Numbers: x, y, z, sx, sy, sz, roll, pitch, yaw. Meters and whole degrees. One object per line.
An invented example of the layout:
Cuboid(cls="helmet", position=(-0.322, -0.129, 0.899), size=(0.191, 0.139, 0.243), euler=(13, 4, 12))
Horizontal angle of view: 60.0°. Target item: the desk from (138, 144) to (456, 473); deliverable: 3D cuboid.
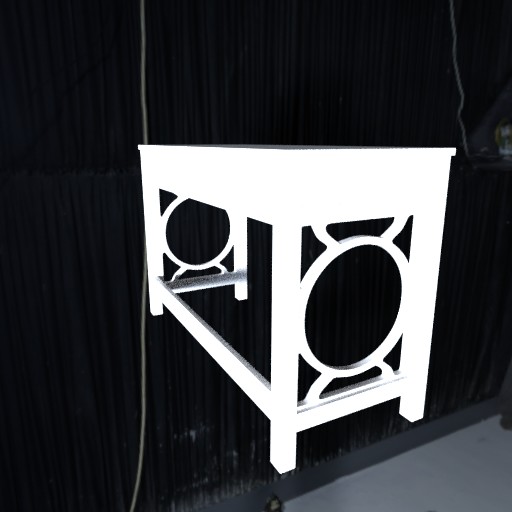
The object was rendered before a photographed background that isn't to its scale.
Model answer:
Cuboid(cls="desk", position=(0.000, 0.000, 1.584), size=(0.504, 0.762, 1.191), euler=(-8, 16, -27))
